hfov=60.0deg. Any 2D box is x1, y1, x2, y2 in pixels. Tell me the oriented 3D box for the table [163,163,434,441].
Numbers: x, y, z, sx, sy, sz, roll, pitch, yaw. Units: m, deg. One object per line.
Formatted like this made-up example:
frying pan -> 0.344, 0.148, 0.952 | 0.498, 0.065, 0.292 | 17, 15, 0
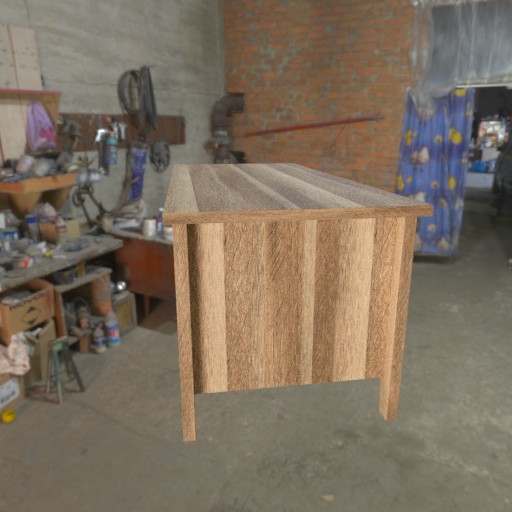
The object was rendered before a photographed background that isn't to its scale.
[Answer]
table -> 0.000, 0.000, 1.367 | 0.493, 0.480, 1.095 | -2, 16, -9
